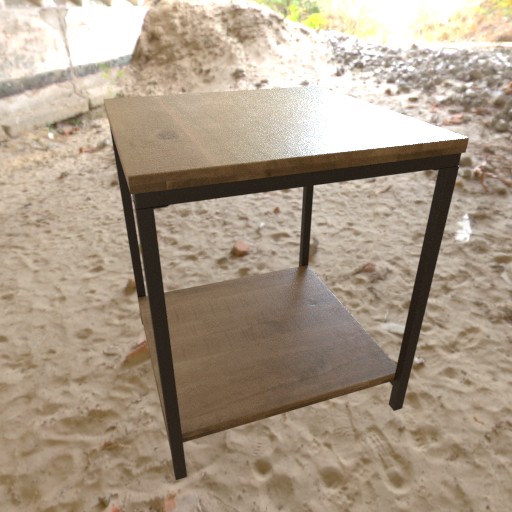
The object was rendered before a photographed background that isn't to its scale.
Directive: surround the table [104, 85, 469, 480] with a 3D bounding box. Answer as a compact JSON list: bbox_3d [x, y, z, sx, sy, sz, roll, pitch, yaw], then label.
[{"bbox_3d":[0.000,0.000,0.950,0.503,0.589,0.507,-10,31,-17],"label":"table"}]
